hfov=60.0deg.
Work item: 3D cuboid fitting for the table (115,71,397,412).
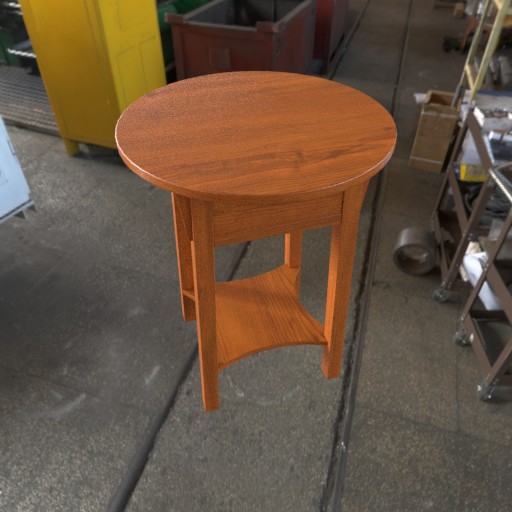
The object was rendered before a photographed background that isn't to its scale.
[{"bbox_3d":[0.000,0.000,0.939,0.457,0.610,0.457,0,41,0],"label":"table"}]
